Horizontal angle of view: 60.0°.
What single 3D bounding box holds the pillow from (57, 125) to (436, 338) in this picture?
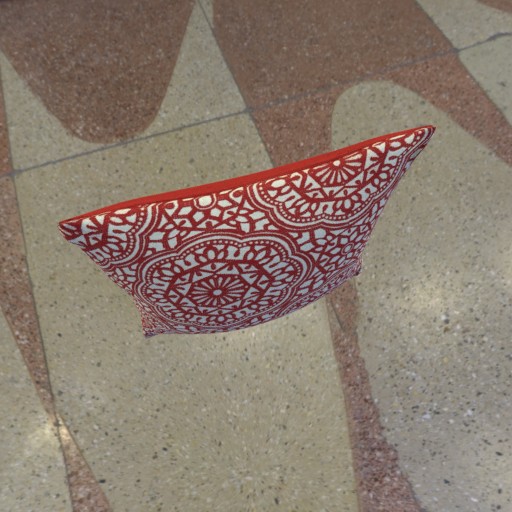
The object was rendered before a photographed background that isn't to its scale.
[{"bbox_3d":[0.000,0.000,0.672,0.438,0.419,0.162,-16,65,-8],"label":"pillow"}]
